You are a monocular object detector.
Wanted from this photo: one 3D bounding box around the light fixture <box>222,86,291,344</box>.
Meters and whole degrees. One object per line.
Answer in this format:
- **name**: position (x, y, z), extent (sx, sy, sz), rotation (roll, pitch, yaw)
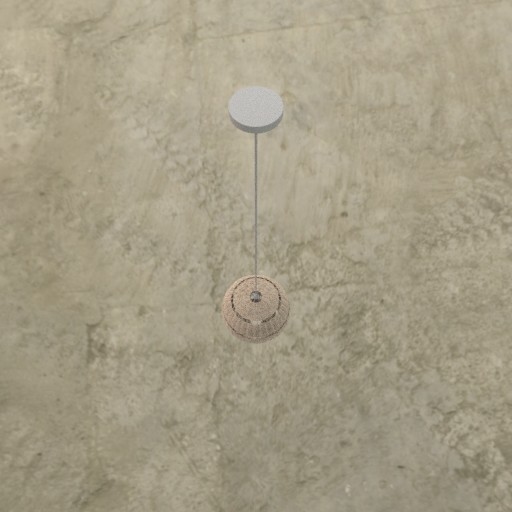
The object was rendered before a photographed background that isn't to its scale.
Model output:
- **light fixture**: position (0.000, 0.000, 2.240), extent (0.457, 2.019, 0.457), rotation (19, 65, 9)
